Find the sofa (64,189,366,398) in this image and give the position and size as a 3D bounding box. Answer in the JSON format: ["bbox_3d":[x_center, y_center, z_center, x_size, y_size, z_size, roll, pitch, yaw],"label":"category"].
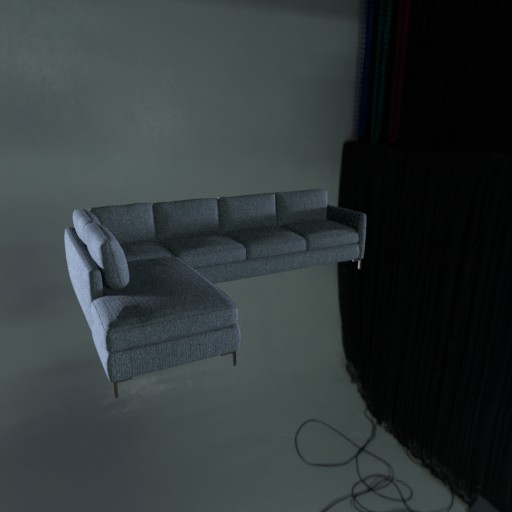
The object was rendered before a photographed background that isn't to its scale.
[{"bbox_3d":[0.000,0.000,3.898,2.949,0.815,2.007,-9,18,-27],"label":"sofa"}]
